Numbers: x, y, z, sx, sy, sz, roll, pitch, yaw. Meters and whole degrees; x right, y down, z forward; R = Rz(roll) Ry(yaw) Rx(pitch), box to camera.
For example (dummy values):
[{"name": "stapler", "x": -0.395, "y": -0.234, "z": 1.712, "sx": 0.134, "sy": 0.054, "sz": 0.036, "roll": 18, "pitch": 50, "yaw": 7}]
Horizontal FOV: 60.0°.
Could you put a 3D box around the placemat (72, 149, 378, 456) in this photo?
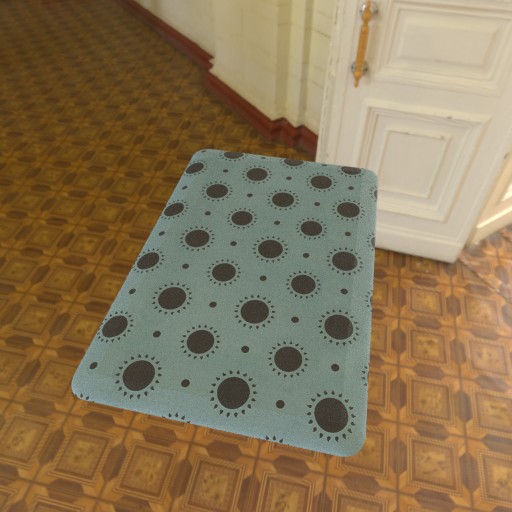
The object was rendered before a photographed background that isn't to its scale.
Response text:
[{"name": "placemat", "x": 0.000, "y": 0.000, "z": 0.968, "sx": 0.508, "sy": 0.021, "sz": 0.762, "roll": 9, "pitch": 48, "yaw": 8}]
